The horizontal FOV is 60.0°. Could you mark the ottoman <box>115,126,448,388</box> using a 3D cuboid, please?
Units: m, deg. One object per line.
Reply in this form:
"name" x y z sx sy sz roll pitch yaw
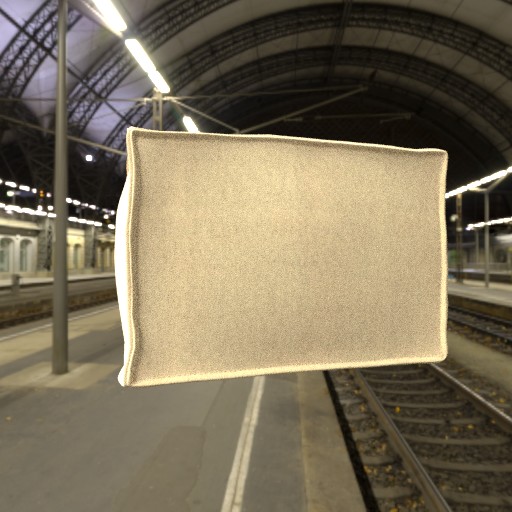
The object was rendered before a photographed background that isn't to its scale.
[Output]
"ottoman" 0.000 0.000 1.166 0.707 0.470 0.696 0 0 -17
